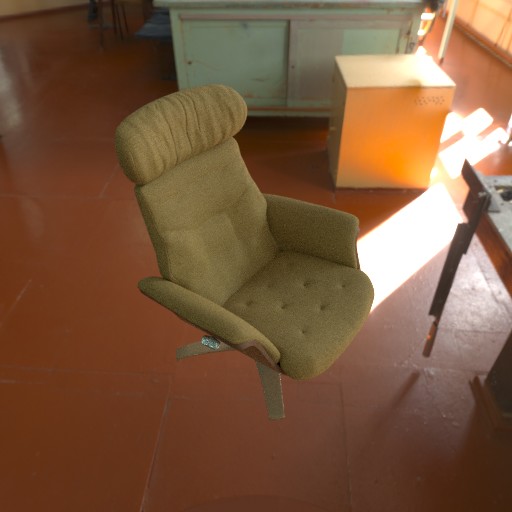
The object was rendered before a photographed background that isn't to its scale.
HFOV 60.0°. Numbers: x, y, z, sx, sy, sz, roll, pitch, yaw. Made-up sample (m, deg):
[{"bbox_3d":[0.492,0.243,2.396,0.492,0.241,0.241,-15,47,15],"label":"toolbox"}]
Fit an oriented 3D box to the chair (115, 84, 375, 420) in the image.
[{"bbox_3d":[0.000,0.000,1.603,0.837,0.995,0.785,26,46,28],"label":"chair"}]
